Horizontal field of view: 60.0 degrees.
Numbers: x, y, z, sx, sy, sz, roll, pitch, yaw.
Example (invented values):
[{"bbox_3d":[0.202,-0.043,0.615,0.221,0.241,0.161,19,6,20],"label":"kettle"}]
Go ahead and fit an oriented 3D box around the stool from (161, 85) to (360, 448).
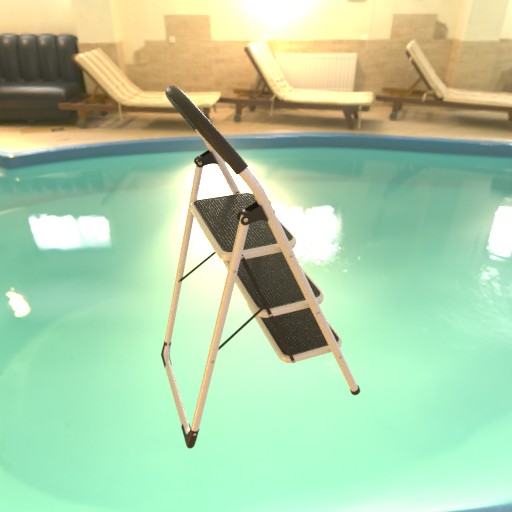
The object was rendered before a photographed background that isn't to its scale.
[{"bbox_3d":[0.000,0.000,1.491,0.676,1.109,0.485,-11,33,-18],"label":"stool"}]
